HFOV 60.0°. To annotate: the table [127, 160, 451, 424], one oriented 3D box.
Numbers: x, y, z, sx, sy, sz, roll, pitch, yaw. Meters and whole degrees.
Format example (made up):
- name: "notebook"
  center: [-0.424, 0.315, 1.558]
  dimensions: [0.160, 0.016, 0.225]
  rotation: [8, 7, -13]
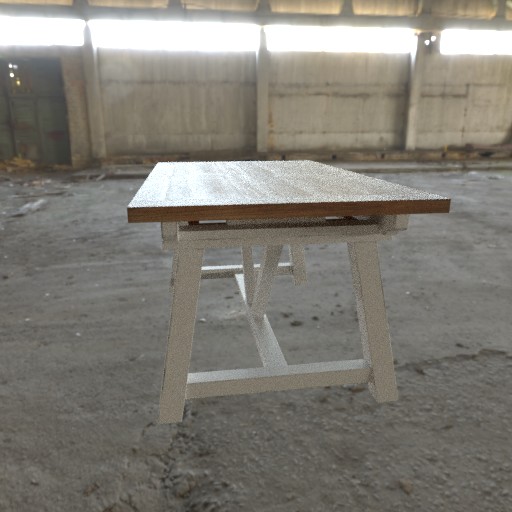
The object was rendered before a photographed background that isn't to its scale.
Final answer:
- name: "table"
  center: [0.000, 0.000, 2.046]
  dimensions: [0.922, 0.743, 1.503]
  rotation: [-3, 17, -9]
